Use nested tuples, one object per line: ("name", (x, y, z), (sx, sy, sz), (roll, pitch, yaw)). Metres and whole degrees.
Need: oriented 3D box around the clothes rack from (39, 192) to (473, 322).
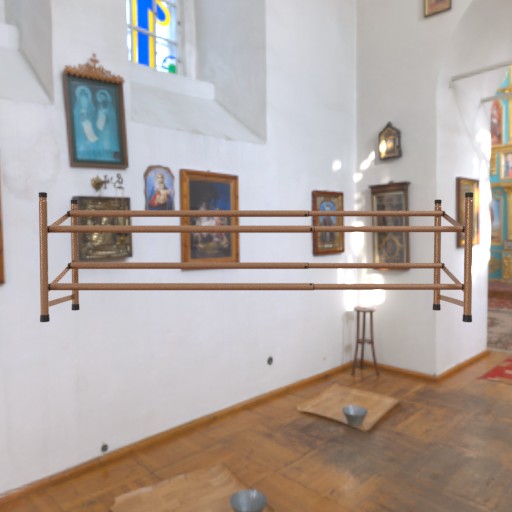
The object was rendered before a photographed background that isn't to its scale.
("clothes rack", (0.000, 0.000, 1.298), (1.168, 0.349, 0.229), (0, 2, 0))
